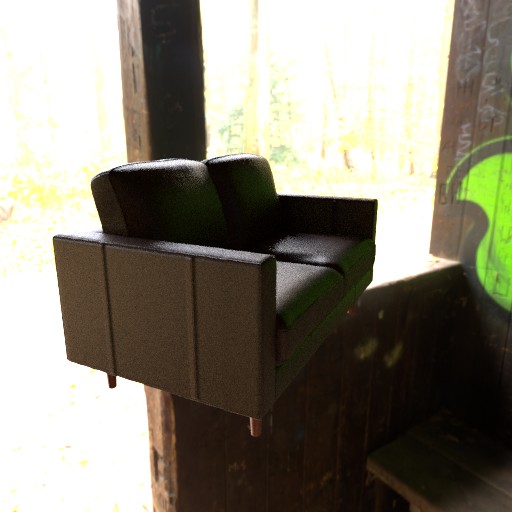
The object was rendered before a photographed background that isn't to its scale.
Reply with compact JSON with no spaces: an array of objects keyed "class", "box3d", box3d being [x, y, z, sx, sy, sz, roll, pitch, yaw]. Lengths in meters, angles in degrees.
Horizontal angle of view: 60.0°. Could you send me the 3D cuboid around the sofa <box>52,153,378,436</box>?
[{"class":"sofa","box3d":[0.000,0.000,2.177,0.909,0.951,1.578,7,17,26]}]
